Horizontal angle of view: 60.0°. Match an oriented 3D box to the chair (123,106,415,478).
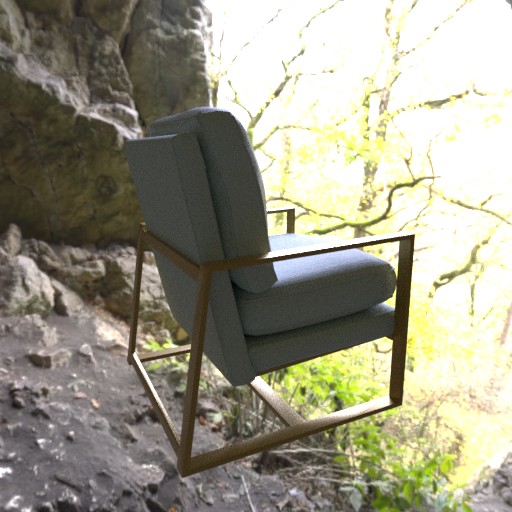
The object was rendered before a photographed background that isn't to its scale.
[{"bbox_3d":[0.000,0.000,1.560,0.813,0.956,0.758,-7,15,-26],"label":"chair"}]
